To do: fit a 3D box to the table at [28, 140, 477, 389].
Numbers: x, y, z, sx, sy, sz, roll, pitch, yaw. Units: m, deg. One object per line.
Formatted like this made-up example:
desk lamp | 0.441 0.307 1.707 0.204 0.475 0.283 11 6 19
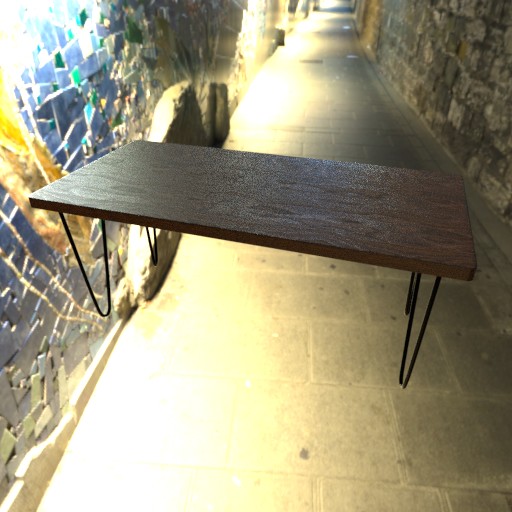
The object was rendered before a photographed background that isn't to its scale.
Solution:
table | 0.000 0.000 2.208 1.791 0.753 0.883 10 33 16
